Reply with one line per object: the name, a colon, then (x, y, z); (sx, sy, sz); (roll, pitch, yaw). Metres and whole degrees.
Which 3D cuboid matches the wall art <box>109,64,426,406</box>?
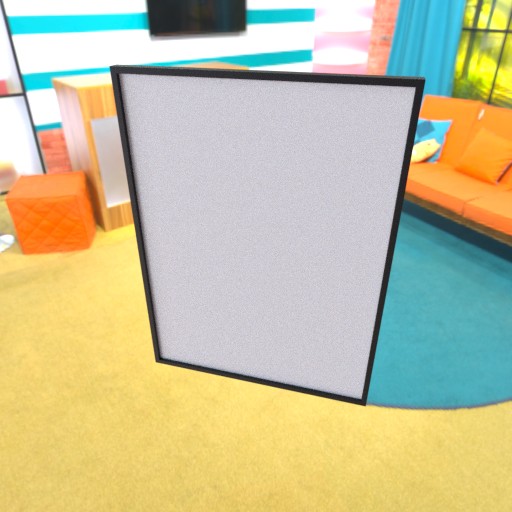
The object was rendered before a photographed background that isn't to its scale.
wall art: (0.000, 0.000, 1.376); (0.802, 1.070, 0.036); (8, 32, 13)
